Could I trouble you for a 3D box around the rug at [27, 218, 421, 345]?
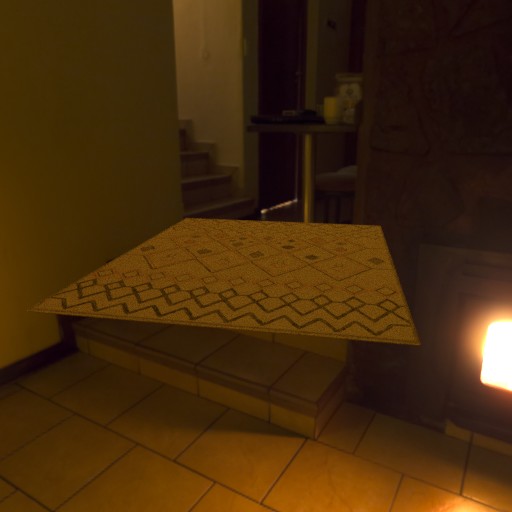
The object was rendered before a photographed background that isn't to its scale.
[{"bbox_3d":[0.000,0.000,4.086,2.441,0.016,3.050,3,17,11],"label":"rug"}]
